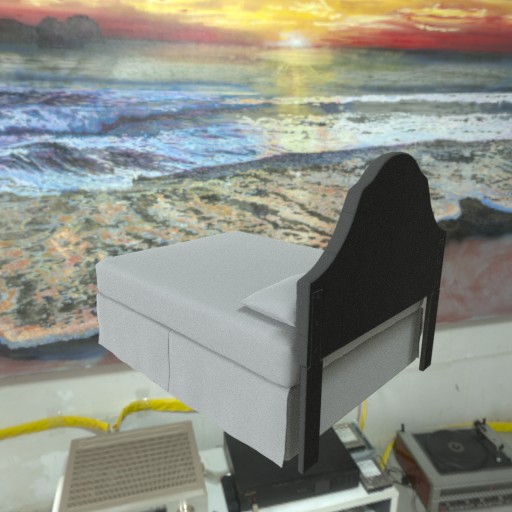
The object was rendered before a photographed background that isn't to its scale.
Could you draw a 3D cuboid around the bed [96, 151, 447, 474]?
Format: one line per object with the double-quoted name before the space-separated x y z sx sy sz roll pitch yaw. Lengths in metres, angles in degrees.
"bed" 0.000 0.000 3.283 2.155 1.575 1.636 15 22 42
